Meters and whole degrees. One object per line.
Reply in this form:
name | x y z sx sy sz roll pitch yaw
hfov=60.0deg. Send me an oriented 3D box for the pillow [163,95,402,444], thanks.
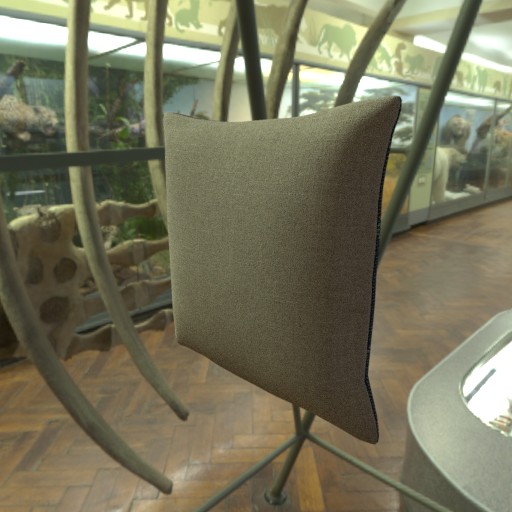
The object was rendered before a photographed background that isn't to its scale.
pillow | 0.000 0.000 0.665 0.435 0.428 0.148 14 21 43
